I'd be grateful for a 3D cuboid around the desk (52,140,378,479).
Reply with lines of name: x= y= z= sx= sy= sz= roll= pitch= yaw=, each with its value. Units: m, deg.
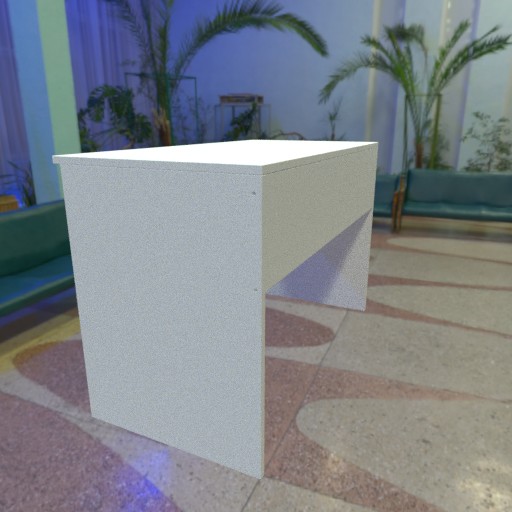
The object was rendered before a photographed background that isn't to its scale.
desk: x=0.000 y=0.000 z=1.530 sx=0.560 sy=0.730 sz=1.100 roll=8 pitch=19 yaw=25
